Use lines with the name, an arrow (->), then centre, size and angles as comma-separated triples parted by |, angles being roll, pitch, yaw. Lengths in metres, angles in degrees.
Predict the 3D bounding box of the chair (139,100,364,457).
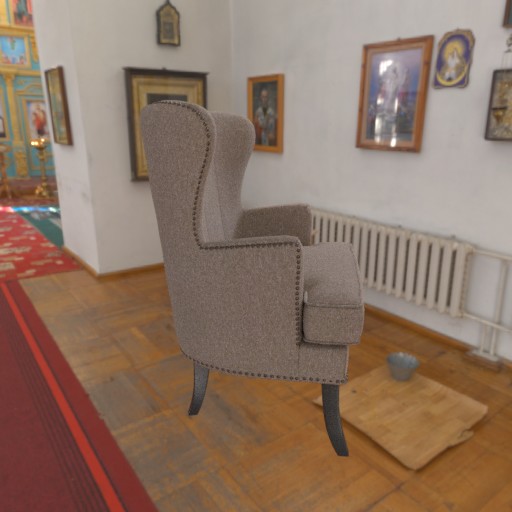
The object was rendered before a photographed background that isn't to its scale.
chair -> 0.000, 0.000, 1.649 | 0.758, 1.060, 0.759 | 2, 15, 9
